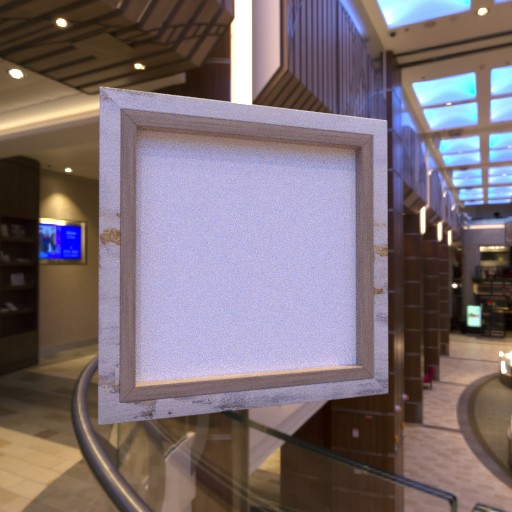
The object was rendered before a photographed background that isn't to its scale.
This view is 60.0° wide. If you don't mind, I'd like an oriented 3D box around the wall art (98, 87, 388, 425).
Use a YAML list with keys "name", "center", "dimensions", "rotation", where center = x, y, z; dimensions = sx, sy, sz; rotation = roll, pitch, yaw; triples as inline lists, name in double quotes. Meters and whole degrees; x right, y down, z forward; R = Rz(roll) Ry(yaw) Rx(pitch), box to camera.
- name: "wall art"
  center: [0.000, 0.000, 0.915]
  dimensions: [0.611, 0.613, 0.040]
  rotation: [0, -1, -19]
